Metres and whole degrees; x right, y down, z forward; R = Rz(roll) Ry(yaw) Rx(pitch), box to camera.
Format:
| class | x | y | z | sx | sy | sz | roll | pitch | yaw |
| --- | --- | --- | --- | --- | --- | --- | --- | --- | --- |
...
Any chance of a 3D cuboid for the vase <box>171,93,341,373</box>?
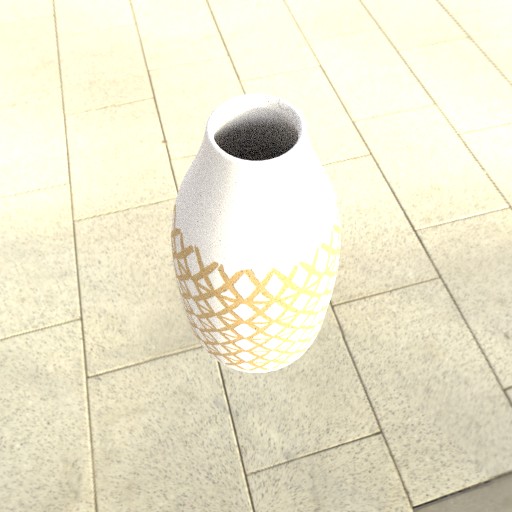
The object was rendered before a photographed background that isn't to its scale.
| class | x | y | z | sx | sy | sz | roll | pitch | yaw |
| --- | --- | --- | --- | --- | --- | --- | --- | --- | --- |
| vase | 0.000 | 0.000 | 0.495 | 0.186 | 0.380 | 0.186 | 0 | 59 | 0 |
